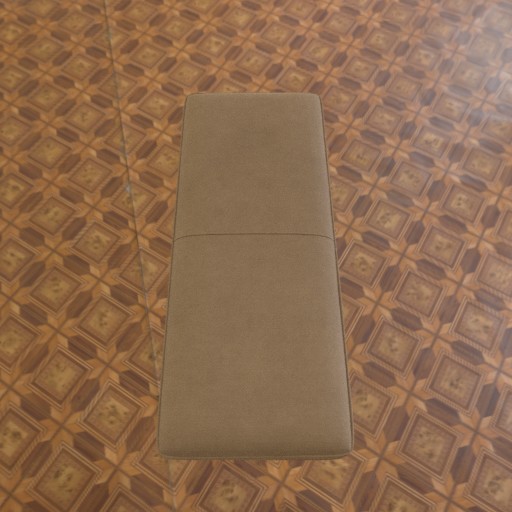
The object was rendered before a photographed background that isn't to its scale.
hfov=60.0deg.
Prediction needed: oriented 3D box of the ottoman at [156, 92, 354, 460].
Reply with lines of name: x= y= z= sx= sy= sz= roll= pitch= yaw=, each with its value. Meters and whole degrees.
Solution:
ottoman: x=0.000 y=0.000 z=2.058 sx=0.735 sy=0.460 sz=1.726 roll=0 pitch=64 yaw=0
